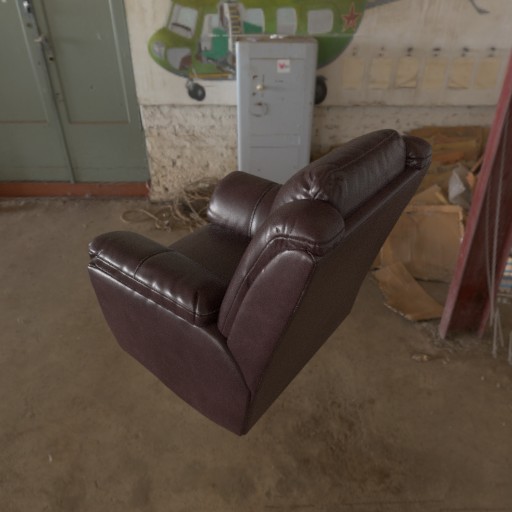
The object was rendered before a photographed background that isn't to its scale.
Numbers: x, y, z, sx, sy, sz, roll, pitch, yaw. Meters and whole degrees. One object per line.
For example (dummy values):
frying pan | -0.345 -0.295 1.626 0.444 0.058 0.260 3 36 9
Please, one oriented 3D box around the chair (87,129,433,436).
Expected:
chair | 0.000 0.000 1.856 1.041 1.093 0.990 21 38 30
